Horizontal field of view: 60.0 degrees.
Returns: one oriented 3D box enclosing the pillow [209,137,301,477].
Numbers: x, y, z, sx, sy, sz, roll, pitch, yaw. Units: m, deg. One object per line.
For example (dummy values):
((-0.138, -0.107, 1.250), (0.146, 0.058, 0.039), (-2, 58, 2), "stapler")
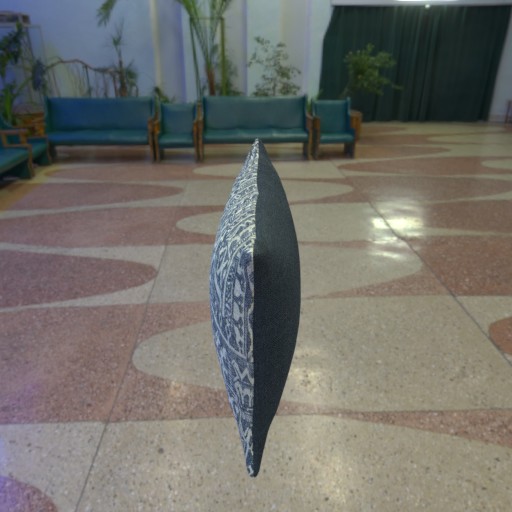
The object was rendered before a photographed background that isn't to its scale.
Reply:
((0.000, 0.000, 0.751), (0.148, 0.292, 0.631), (0, 25, 1), "pillow")
